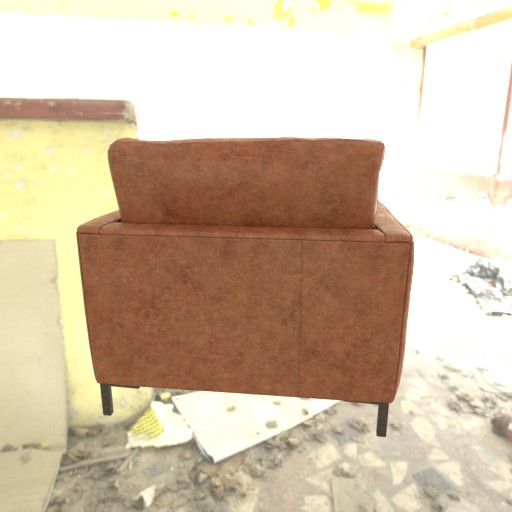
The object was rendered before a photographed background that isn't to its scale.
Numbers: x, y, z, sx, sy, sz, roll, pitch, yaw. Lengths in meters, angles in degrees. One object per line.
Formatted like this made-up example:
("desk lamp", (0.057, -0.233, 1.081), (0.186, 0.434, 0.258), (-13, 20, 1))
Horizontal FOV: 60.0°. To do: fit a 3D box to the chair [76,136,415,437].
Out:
("chair", (0.000, 0.000, 1.653), (0.967, 0.869, 0.862), (2, 16, 7))
